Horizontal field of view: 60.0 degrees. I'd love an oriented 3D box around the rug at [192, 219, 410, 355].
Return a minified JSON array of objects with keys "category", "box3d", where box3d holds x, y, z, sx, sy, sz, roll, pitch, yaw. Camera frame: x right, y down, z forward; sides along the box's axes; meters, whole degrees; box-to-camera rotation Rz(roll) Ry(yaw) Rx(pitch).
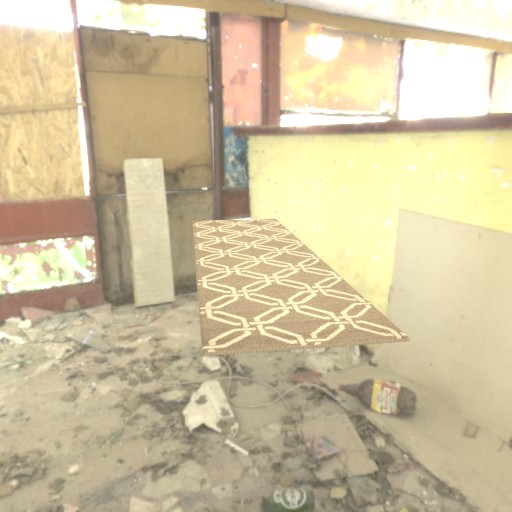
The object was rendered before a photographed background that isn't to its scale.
[{"category":"rug","box3d":[0.000,0.000,2.483,0.678,0.014,2.276,-2,15,-8]}]
